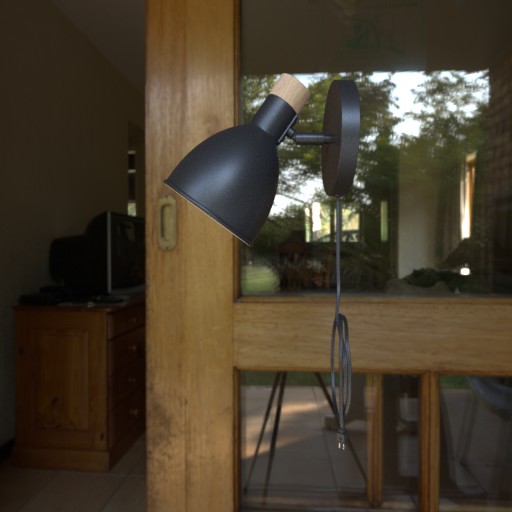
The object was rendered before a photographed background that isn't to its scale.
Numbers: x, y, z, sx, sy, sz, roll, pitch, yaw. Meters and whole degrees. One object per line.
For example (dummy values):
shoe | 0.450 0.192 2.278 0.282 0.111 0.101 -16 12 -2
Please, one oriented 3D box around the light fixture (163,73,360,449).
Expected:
light fixture | 0.000 0.000 0.496 0.203 0.401 0.127 0 1 -1
